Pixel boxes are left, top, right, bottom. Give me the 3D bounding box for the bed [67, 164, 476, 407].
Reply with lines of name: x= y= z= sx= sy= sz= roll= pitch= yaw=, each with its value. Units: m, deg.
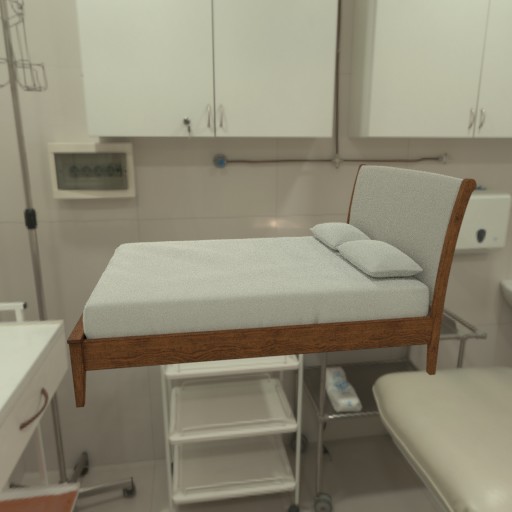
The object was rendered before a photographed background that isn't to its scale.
bed: x=0.000 y=0.000 z=2.982 sx=2.108 sy=1.135 sz=1.502 roll=-2 pitch=15 yaw=-9
